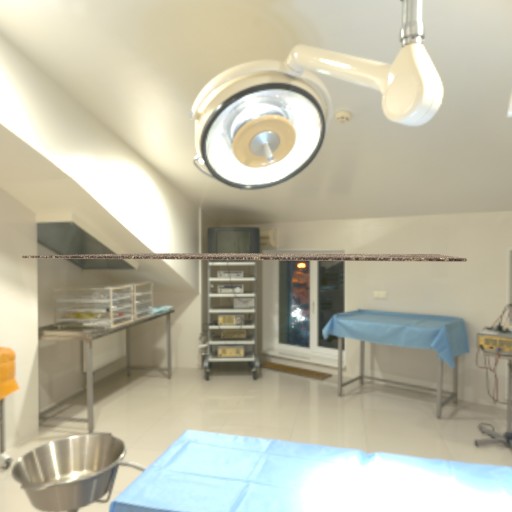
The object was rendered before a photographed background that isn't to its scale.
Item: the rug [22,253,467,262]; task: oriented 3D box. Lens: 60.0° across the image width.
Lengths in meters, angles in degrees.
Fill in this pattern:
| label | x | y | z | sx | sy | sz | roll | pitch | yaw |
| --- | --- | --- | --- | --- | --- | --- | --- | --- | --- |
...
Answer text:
| label | x | y | z | sx | sy | sz | roll | pitch | yaw |
| --- | --- | --- | --- | --- | --- | --- | --- | --- | --- |
| rug | 0.000 | 0.000 | 2.261 | 1.814 | 0.012 | 1.186 | 0 | 1 | 18 |
